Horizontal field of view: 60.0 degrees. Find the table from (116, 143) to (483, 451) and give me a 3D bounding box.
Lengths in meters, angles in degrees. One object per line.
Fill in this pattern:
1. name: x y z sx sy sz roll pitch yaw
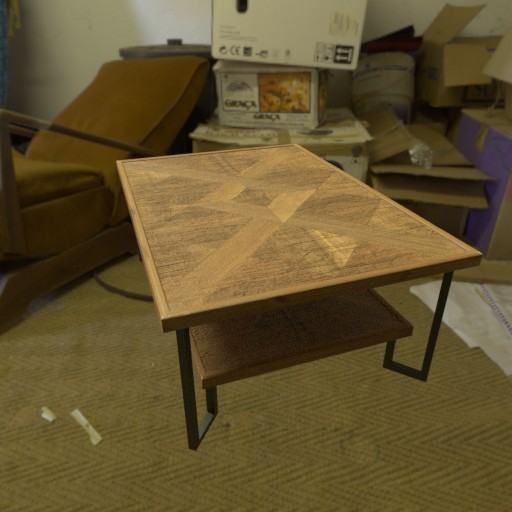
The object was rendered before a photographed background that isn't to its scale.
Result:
1. table: 0.000 0.000 1.706 0.877 0.492 1.238 -10 30 -17
